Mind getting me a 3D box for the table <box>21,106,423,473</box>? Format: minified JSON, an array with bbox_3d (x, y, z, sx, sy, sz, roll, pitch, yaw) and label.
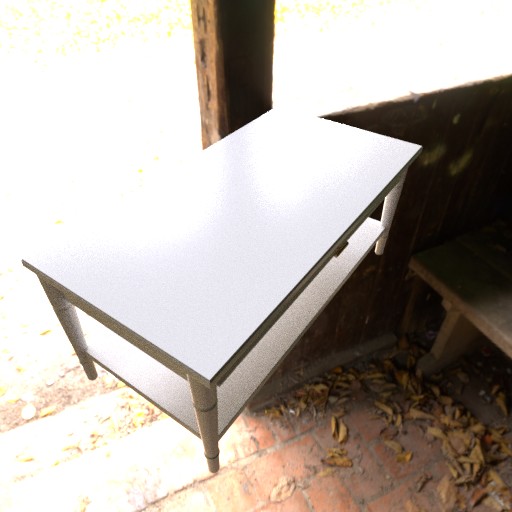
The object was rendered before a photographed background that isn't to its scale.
[{"bbox_3d":[0.000,0.000,1.362,0.559,0.457,1.067,25,47,26],"label":"table"}]
